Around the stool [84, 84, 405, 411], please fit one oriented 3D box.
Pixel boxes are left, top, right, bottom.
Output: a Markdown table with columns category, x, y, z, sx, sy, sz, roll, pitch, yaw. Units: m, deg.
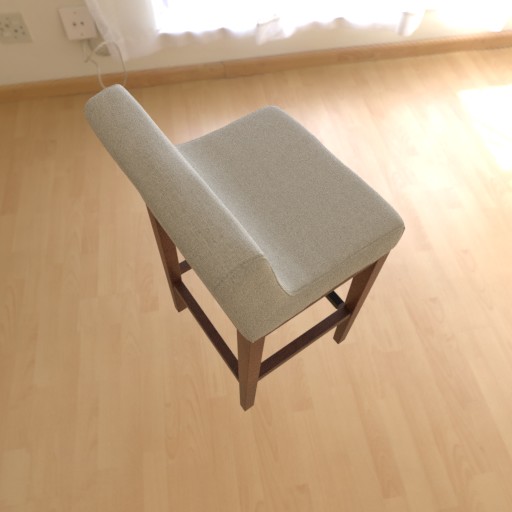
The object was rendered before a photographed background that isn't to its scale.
| category | x | y | z | sx | sy | sz | roll | pitch | yaw |
| --- | --- | --- | --- | --- | --- | --- | --- | --- | --- |
| stool | 0.000 | 0.000 | 1.206 | 0.500 | 0.937 | 0.511 | -31 | 63 | -18 |
